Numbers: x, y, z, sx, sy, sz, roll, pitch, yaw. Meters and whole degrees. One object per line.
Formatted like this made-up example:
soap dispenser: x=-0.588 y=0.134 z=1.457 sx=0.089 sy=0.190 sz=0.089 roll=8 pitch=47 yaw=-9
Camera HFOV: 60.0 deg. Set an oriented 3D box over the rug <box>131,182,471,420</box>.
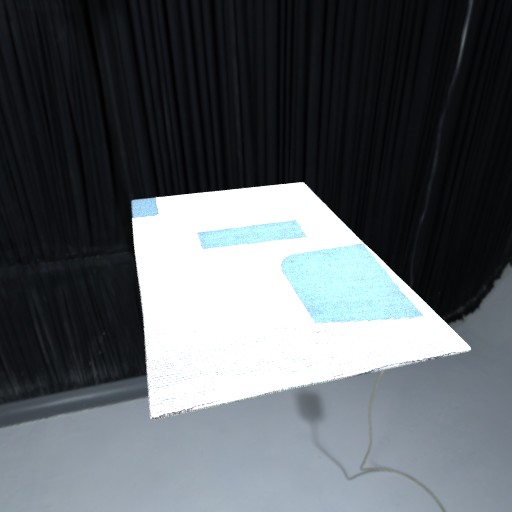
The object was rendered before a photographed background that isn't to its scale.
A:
rug: x=0.000 y=0.000 z=2.356 sx=1.238 sy=0.020 sz=1.847 roll=-8 pitch=31 yaw=-13
